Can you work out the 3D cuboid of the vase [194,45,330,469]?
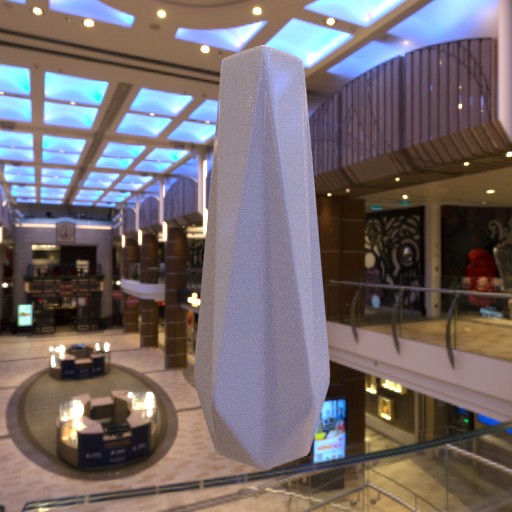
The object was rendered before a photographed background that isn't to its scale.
[{"bbox_3d":[0.000,0.000,0.381,0.116,0.329,0.122,0,-1,18],"label":"vase"}]
